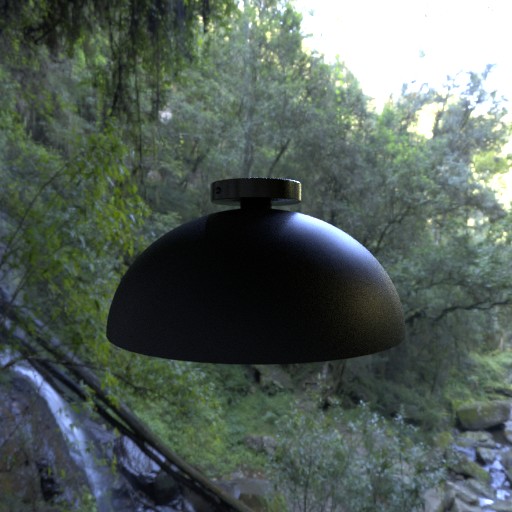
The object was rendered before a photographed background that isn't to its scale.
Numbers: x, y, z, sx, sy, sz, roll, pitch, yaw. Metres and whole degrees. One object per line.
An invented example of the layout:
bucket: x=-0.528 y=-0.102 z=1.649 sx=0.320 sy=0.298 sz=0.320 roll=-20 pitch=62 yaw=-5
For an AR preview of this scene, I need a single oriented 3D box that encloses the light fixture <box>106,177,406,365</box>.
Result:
light fixture: x=0.000 y=0.000 z=0.551 sx=0.355 sy=0.177 sz=0.355 roll=0 pitch=1 yaw=0
